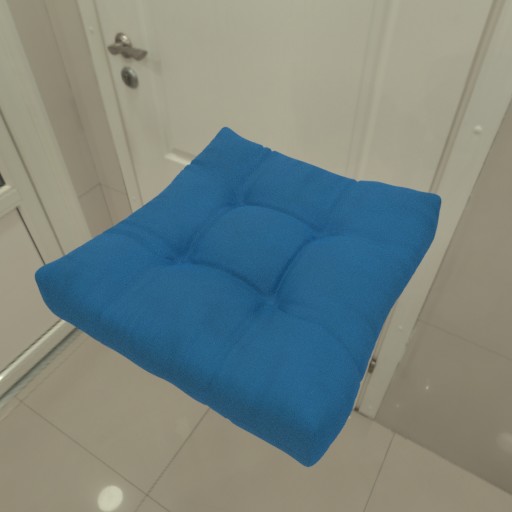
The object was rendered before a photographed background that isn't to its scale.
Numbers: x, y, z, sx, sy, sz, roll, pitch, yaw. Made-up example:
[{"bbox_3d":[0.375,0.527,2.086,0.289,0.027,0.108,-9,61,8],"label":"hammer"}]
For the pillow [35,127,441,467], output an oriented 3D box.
[{"bbox_3d":[0.000,0.000,0.715,0.468,0.128,0.490,23,50,21],"label":"pillow"}]
